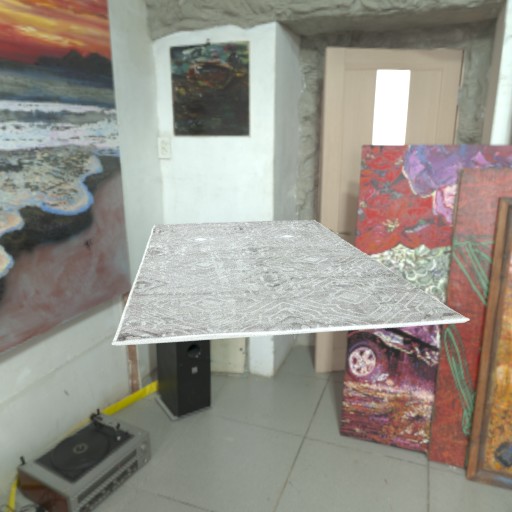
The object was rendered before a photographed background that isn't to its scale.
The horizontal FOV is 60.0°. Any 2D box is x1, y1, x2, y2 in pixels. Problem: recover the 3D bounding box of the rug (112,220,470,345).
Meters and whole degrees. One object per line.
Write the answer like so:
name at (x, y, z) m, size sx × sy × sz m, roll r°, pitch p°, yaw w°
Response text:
rug at (0.000, 0.000, 3.009) m, size 1.537 × 0.036 × 2.447 m, roll -2°, pitch 15°, yaw -8°
